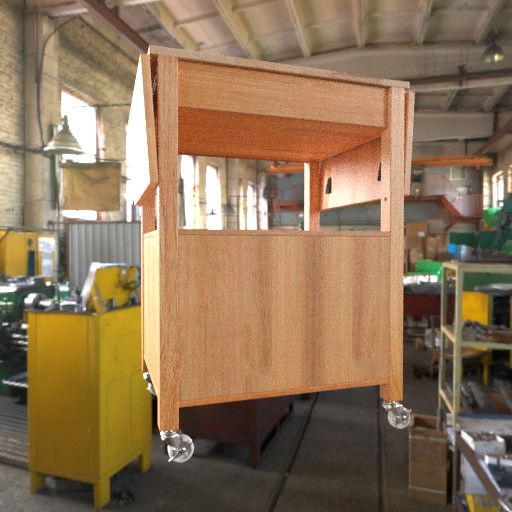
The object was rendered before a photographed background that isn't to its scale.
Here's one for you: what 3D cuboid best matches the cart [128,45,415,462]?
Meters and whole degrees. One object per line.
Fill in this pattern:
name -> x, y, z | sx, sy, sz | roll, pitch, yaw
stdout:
cart -> 0.000, 0.000, 1.204 | 0.640, 0.838, 0.508 | 0, 1, -19
